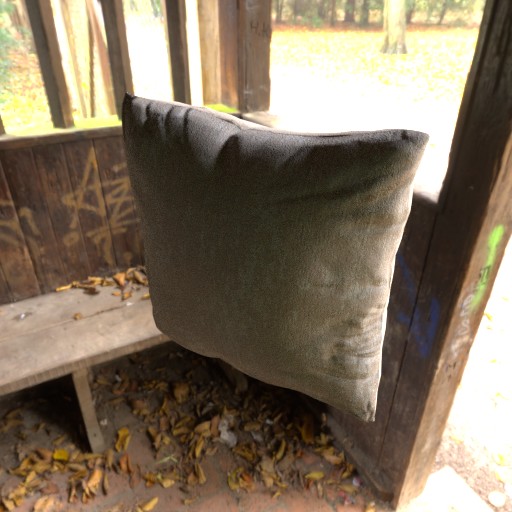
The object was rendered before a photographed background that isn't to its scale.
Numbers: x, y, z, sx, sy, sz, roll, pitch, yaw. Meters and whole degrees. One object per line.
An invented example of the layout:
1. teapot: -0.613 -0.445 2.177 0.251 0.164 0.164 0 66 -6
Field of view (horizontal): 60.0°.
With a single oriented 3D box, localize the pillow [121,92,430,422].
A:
1. pillow: 0.000 0.000 0.684 0.450 0.448 0.245 19 36 28
